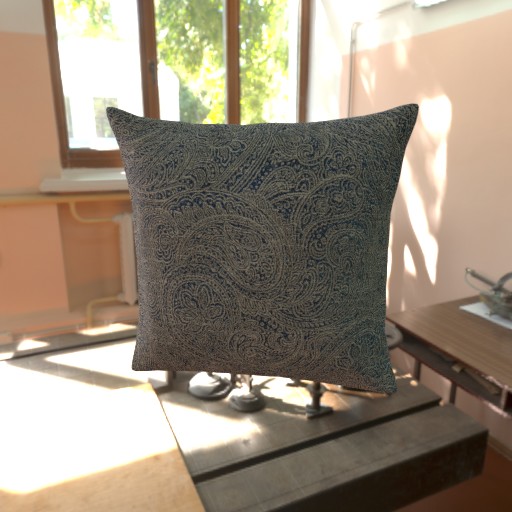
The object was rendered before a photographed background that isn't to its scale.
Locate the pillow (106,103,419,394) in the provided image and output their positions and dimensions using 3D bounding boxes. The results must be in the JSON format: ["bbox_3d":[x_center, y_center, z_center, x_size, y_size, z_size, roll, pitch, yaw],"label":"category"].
[{"bbox_3d":[0.000,0.000,0.790,0.523,0.510,0.166,3,15,10],"label":"pillow"}]
